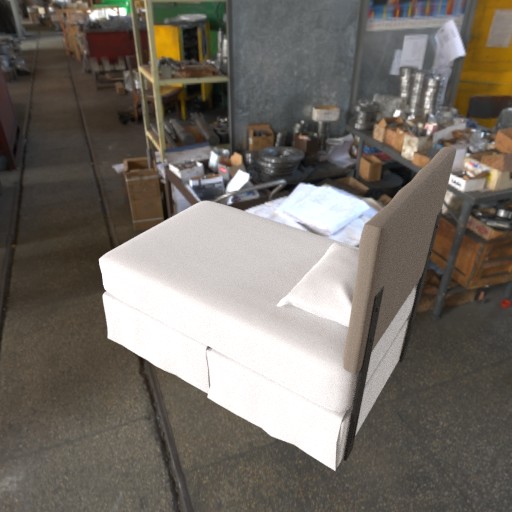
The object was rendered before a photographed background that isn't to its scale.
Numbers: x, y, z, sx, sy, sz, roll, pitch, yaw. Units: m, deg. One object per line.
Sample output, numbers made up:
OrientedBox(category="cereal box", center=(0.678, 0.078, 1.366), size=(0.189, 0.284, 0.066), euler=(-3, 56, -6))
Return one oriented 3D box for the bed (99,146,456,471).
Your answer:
OrientedBox(category="bed", center=(0.000, 0.000, 2.983), size=(1.997, 1.571, 1.261), euler=(21, 38, 29))
